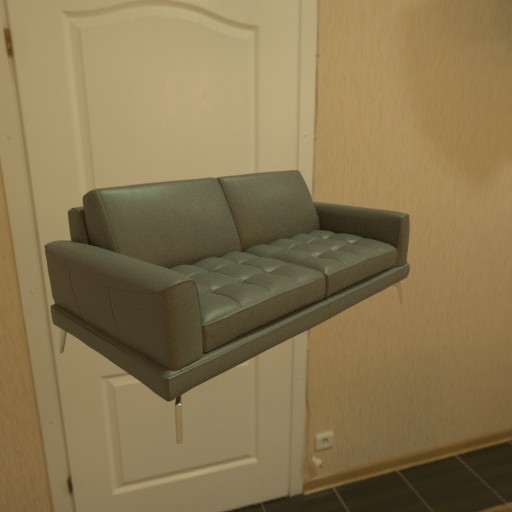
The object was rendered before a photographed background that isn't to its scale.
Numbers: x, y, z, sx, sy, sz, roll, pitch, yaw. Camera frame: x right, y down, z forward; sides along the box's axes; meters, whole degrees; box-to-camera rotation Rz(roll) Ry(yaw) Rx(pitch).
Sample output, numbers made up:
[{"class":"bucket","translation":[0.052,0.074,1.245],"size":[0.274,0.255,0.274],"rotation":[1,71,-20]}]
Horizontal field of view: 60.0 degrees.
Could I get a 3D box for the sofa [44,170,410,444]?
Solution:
[{"class":"sofa","translation":[0.000,0.000,2.752],"size":[1.121,0.930,2.177],"rotation":[14,21,41]}]
